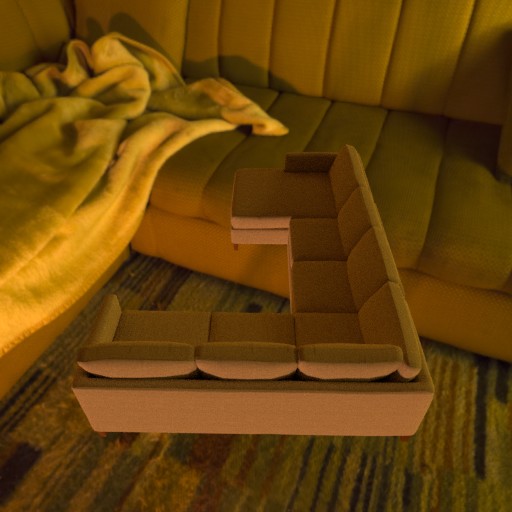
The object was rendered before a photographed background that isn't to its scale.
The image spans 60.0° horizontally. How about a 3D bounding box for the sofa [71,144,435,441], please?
[{"bbox_3d":[0.000,0.000,4.537,2.594,0.961,3.460,1,41,1],"label":"sofa"}]
